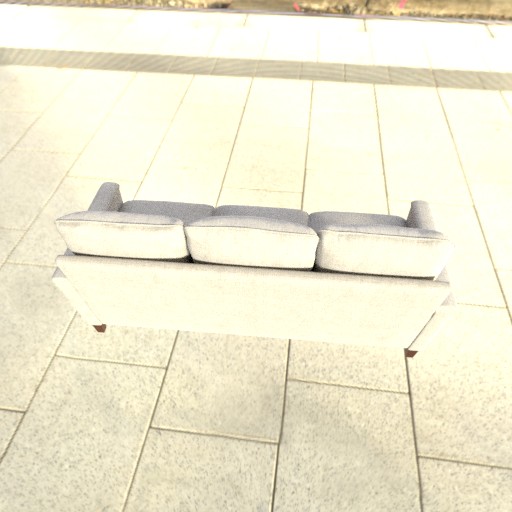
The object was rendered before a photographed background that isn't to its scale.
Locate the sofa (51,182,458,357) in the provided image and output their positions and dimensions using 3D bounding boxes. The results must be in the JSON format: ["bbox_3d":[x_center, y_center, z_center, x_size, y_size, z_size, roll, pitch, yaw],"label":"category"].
[{"bbox_3d":[0.000,0.000,2.428,1.925,0.959,0.828,4,47,4],"label":"sofa"}]
